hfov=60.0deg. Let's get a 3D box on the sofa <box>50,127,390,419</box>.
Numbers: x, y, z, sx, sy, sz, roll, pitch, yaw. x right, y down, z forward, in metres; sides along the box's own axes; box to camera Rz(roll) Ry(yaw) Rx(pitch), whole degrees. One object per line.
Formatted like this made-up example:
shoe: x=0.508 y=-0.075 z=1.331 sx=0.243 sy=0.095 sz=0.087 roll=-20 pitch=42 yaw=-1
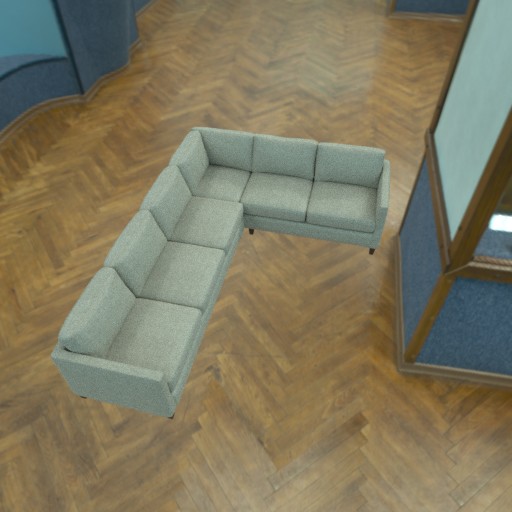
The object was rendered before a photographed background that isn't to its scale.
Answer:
sofa: x=0.000 y=0.000 z=4.457 sx=2.522 sy=0.934 sz=3.333 roll=10 pitch=47 yaw=9
